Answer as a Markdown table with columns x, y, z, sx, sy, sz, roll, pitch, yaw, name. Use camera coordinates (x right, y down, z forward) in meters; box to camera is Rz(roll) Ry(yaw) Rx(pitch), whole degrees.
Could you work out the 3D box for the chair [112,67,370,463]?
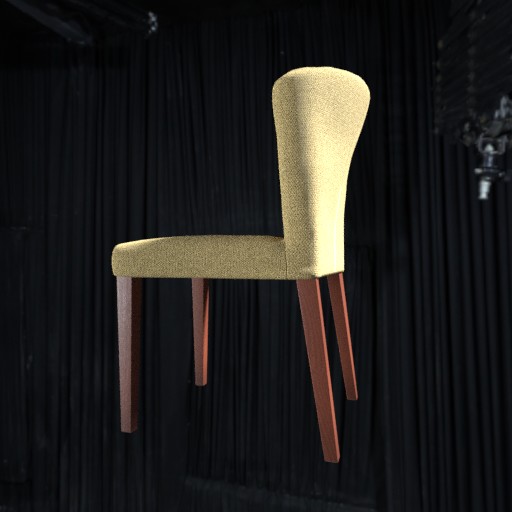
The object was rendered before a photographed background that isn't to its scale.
| x | y | z | sx | sy | sz | roll | pitch | yaw | name |
| --- | --- | --- | --- | --- | --- | --- | --- | --- | --- |
| 0.000 | 0.000 | 1.182 | 0.589 | 0.839 | 0.491 | 0 | 0 | 18 | chair |
